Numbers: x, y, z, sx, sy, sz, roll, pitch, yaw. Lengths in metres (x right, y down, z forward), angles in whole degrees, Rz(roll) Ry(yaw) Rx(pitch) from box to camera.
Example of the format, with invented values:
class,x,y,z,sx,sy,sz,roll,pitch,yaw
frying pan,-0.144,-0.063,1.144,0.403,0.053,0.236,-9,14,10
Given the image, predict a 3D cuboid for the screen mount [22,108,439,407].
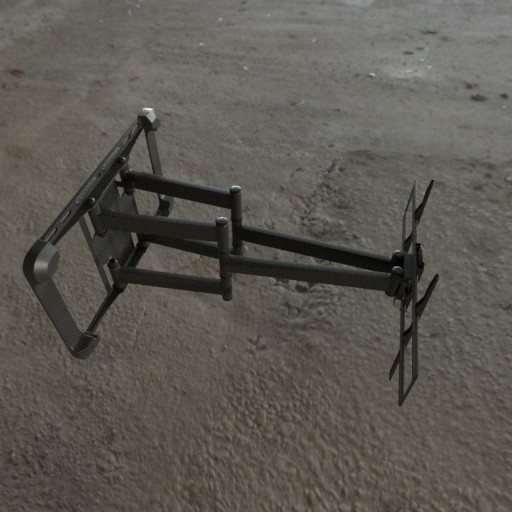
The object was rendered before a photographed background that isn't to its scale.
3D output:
class,x,y,z,sx,sy,sz,roll,pitch,yaw
screen mount,0.000,0.000,1.317,0.905,0.483,0.725,10,48,9
